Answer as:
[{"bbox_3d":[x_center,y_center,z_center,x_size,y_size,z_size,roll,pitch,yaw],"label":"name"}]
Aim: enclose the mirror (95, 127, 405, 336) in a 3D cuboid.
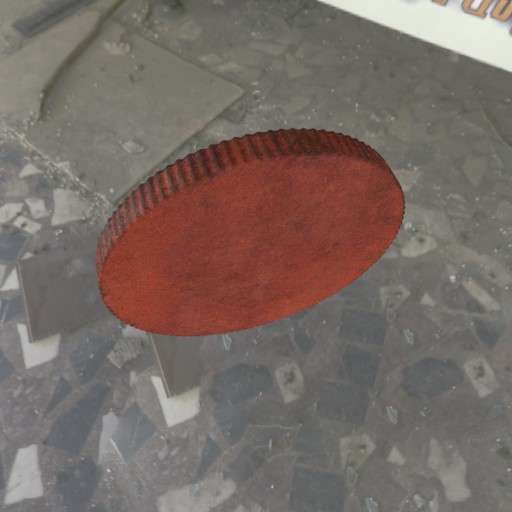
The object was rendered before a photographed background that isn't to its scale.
[{"bbox_3d":[0.000,0.000,0.895,0.609,0.609,0.056,-14,60,-9],"label":"mirror"}]
